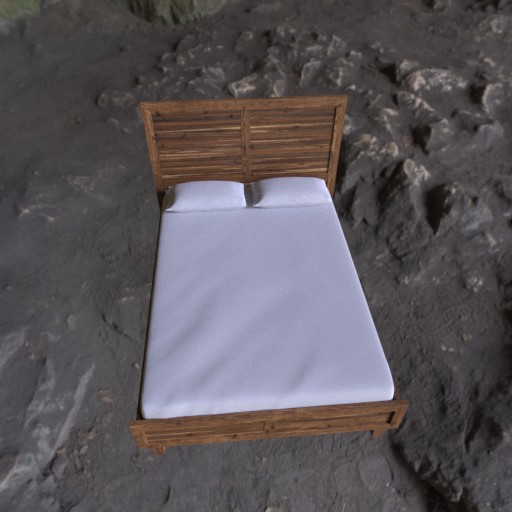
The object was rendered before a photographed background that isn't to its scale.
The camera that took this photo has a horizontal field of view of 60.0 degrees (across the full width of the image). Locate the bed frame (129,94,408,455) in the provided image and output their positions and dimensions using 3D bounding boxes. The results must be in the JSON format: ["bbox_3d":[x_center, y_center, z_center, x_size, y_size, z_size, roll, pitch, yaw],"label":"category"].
[{"bbox_3d":[0.000,0.000,3.317,1.696,1.417,2.276,-3,44,-3],"label":"bed frame"}]
